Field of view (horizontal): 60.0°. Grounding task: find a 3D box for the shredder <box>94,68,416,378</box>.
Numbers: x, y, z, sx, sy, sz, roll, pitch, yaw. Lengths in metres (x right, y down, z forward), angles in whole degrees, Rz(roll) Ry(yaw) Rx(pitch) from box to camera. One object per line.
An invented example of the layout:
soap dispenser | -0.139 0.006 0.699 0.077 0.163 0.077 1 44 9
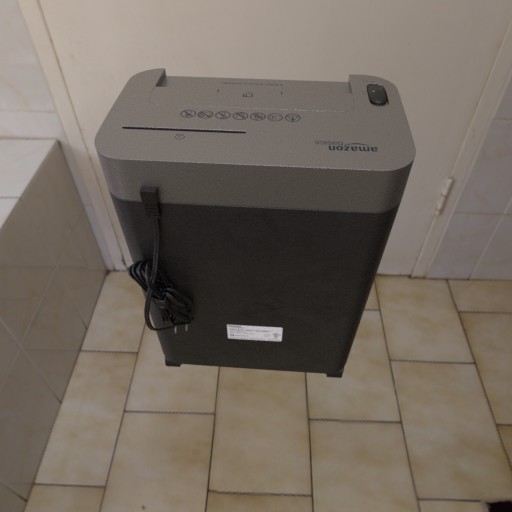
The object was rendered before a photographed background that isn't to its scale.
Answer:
shredder | 0.000 0.000 0.608 0.311 0.419 0.237 3 47 3
